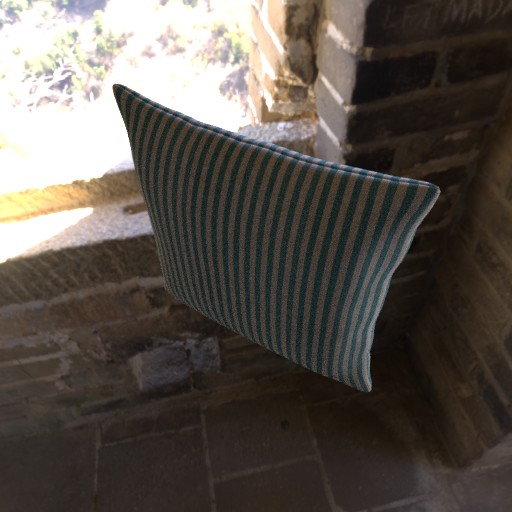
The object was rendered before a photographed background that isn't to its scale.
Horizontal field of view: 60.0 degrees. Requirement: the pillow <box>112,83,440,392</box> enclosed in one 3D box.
[{"bbox_3d":[0.000,0.000,0.789,0.523,0.510,0.166,24,51,21],"label":"pillow"}]
